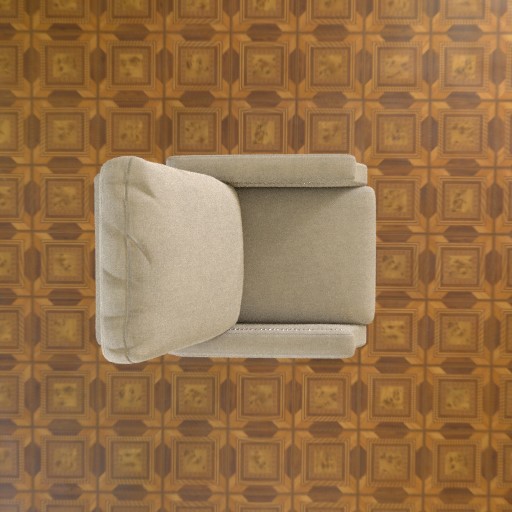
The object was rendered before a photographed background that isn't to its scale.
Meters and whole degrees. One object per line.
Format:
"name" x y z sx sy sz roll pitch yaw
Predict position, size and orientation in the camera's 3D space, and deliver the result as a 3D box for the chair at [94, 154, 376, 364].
"chair" 0.000 0.000 1.638 0.922 1.049 0.710 0 92 1
